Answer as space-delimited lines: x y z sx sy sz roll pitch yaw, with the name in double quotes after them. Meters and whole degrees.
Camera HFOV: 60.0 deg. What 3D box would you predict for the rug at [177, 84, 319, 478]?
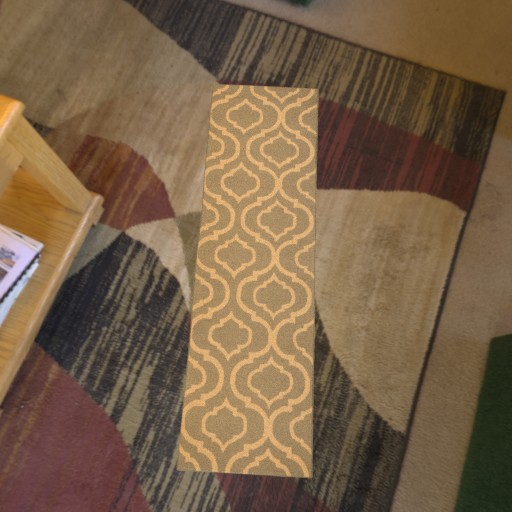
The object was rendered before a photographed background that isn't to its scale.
0.000 0.000 2.533 0.684 0.009 2.275 3 74 1 "rug"
